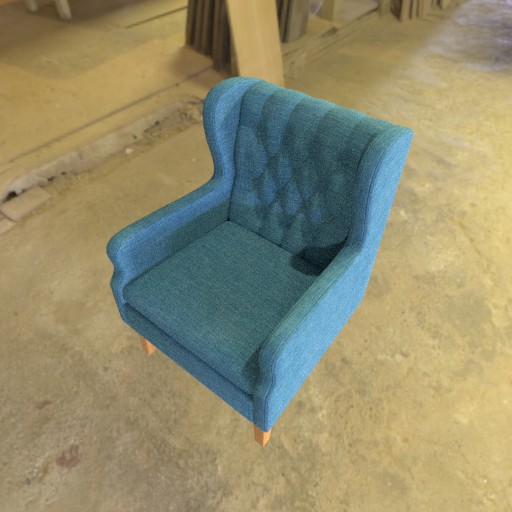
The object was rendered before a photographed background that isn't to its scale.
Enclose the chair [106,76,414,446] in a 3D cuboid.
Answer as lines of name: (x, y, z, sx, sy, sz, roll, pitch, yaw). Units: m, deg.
chair: (0.000, 0.000, 1.569, 0.711, 0.952, 0.775, 30, 51, 27)
